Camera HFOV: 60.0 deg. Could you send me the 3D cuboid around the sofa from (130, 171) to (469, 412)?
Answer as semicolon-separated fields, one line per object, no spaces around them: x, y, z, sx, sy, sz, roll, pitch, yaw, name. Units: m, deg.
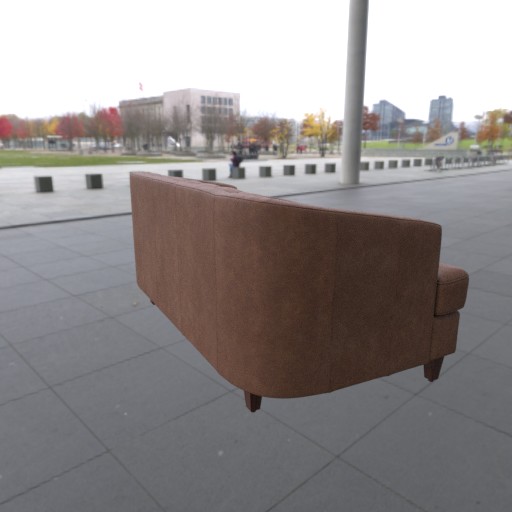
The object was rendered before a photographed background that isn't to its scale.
0.000;0.000;2.216;0.914;0.786;1.755;-8;16;-28;sofa
